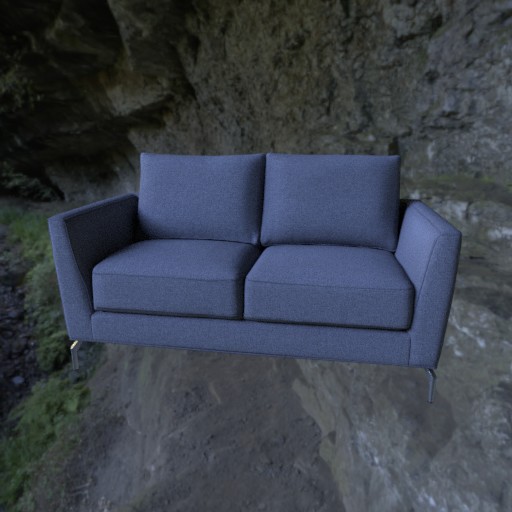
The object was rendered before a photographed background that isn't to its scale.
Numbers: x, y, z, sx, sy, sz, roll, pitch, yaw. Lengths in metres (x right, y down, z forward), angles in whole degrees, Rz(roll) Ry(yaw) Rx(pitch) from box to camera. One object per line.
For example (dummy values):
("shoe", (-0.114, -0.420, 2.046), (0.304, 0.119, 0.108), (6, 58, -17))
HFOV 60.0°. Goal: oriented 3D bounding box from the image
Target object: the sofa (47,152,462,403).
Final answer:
("sofa", (0.000, 0.000, 2.090), (1.594, 0.924, 0.803), (3, 16, 9))
